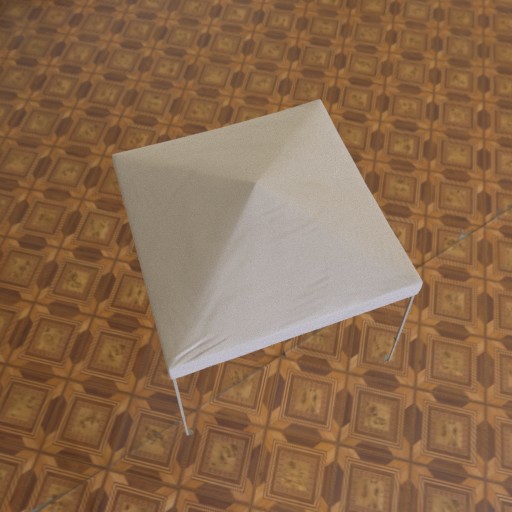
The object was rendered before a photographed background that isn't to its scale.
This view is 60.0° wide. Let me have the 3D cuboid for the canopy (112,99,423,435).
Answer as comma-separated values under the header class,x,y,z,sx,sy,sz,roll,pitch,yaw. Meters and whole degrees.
class,x,y,z,sx,sy,sz,roll,pitch,yaw
canopy,0.000,0.000,6.426,3.600,3.600,3.599,-18,65,-8
